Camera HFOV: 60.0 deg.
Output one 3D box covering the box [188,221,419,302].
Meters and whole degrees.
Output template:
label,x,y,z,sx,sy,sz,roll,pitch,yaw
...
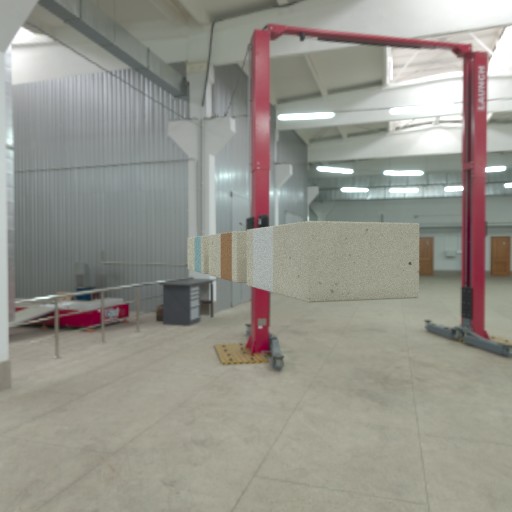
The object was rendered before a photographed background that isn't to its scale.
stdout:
label,x,y,z,sx,sy,sz,roll,pitch,yaw
box,0.000,0.000,0.504,0.082,0.051,0.461,0,1,-18
